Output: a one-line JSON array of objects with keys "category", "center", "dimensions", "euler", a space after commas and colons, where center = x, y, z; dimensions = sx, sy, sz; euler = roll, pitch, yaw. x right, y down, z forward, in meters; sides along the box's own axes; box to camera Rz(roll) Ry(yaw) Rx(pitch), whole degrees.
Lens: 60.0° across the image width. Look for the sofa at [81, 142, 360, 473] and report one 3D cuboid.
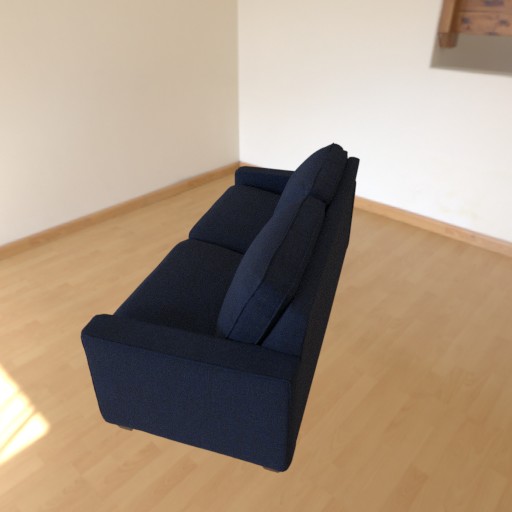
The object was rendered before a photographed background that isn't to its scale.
[{"category": "sofa", "center": [0.000, 0.000, 2.597], "dimensions": [0.940, 0.919, 2.080], "euler": [9, 33, 15]}]
